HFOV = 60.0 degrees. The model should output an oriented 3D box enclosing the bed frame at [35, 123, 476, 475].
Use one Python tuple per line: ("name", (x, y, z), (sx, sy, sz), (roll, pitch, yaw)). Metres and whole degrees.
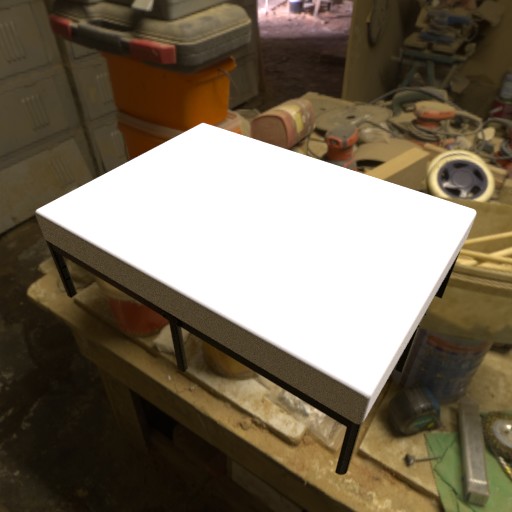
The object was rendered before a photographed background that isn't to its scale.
("bed frame", (0.000, 0.000, 2.602), (1.956, 0.659, 1.408), (25, 46, 26))
